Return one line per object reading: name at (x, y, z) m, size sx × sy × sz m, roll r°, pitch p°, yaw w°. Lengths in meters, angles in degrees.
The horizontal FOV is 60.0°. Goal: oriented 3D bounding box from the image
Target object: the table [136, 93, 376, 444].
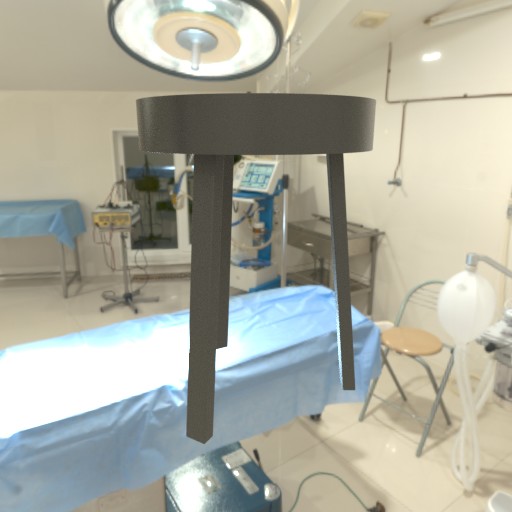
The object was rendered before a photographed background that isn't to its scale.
table at (0.000, 0.000, 0.851) m, size 0.406 × 0.559 × 0.406 m, roll 0°, pitch 16°, yaw 0°
